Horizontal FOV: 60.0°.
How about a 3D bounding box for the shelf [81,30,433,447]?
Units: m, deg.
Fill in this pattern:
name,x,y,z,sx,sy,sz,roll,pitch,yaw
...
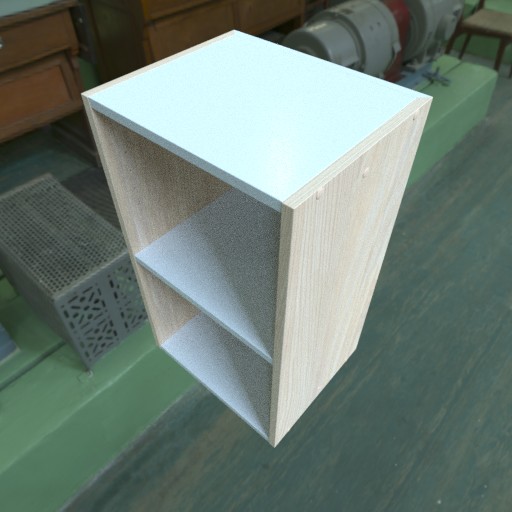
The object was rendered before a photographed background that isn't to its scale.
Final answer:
name,x,y,z,sx,sy,sz,roll,pitch,yaw
shelf,0.000,0.000,0.786,0.350,0.600,0.290,32,55,27
